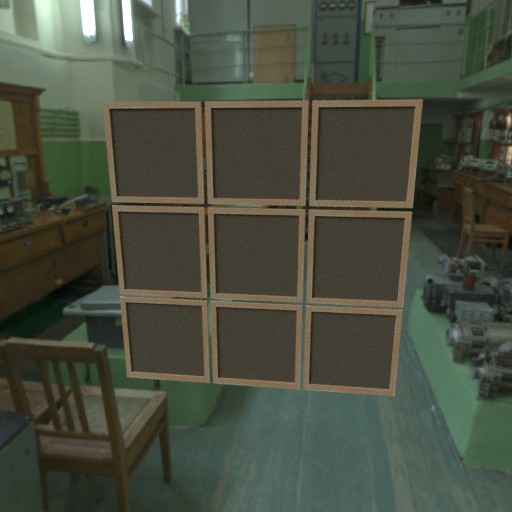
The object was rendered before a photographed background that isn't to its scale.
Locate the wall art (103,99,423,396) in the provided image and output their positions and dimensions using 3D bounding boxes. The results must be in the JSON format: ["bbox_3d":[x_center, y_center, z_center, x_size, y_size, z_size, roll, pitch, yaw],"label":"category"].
[{"bbox_3d":[0.000,0.000,1.842,1.216,1.218,0.013,2,16,7],"label":"wall art"}]
